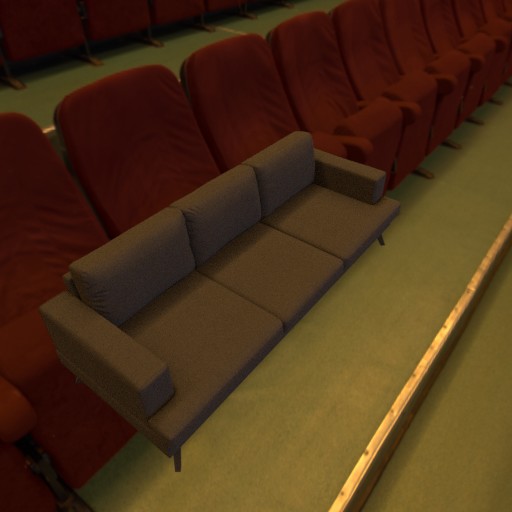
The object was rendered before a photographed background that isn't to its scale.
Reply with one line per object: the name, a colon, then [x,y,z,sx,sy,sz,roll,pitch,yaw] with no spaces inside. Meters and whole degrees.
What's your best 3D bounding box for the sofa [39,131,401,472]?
sofa: [0.000,0.000,2.743,0.920,0.810,2.310,27,47,28]
